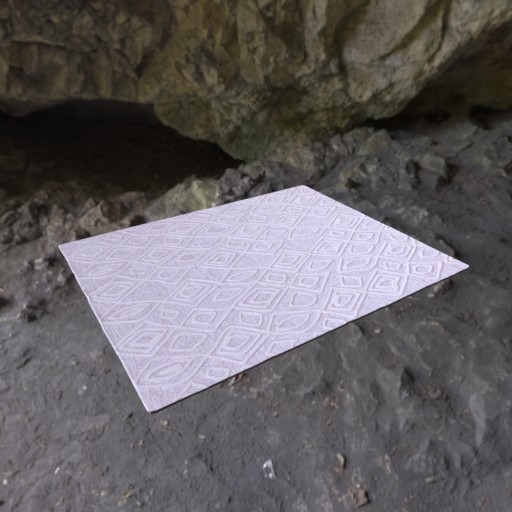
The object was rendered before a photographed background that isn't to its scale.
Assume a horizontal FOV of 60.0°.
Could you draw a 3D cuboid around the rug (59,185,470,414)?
[{"bbox_3d":[0.000,0.000,4.170,3.049,0.025,2.449,-18,34,-28],"label":"rug"}]
